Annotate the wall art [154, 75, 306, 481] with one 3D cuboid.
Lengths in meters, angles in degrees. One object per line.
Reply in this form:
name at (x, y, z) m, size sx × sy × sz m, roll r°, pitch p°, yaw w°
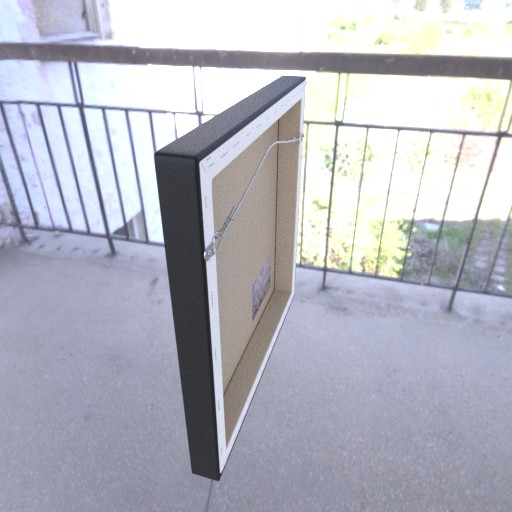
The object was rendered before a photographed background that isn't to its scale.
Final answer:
wall art at (0.000, 0.000, 0.606) m, size 0.041 × 0.407 × 0.406 m, roll 9°, pitch 32°, yaw 15°
